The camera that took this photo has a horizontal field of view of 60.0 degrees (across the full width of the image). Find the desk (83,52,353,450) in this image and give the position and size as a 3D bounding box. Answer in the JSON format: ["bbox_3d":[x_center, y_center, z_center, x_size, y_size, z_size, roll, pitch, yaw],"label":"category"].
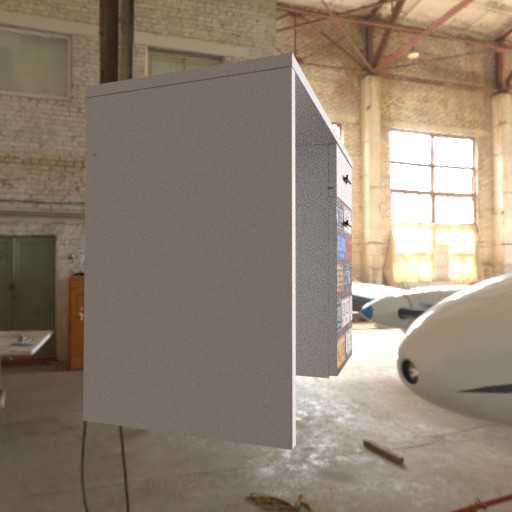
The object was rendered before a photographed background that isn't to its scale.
[{"bbox_3d":[0.000,0.000,1.310,0.482,0.730,0.898,0,-1,19],"label":"desk"}]
